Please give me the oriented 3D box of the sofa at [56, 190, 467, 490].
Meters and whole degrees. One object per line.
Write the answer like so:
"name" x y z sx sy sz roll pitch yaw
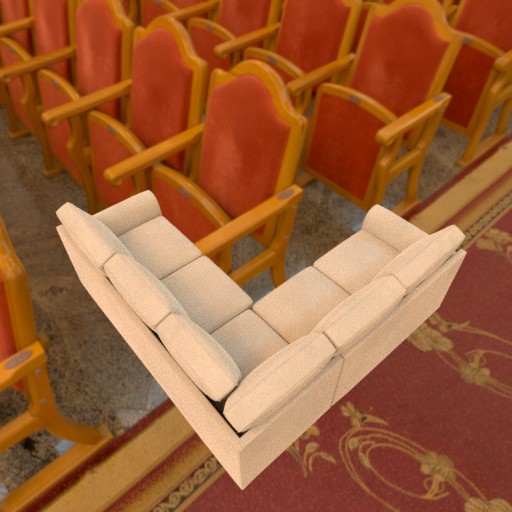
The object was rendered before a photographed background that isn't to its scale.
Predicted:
"sofa" 0.000 0.000 3.924 2.487 1.054 2.569 -33 55 -27
